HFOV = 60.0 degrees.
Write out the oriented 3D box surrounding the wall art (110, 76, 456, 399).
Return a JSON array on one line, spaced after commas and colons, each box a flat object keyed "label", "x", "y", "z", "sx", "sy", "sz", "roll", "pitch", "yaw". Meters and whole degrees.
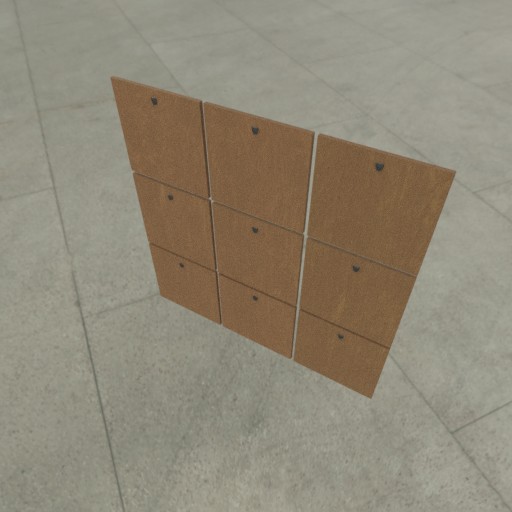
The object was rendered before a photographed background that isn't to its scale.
[{"label": "wall art", "x": 0.000, "y": 0.000, "z": 1.361, "sx": 0.915, "sy": 0.913, "sz": 0.018, "roll": 22, "pitch": 49, "yaw": 21}]
